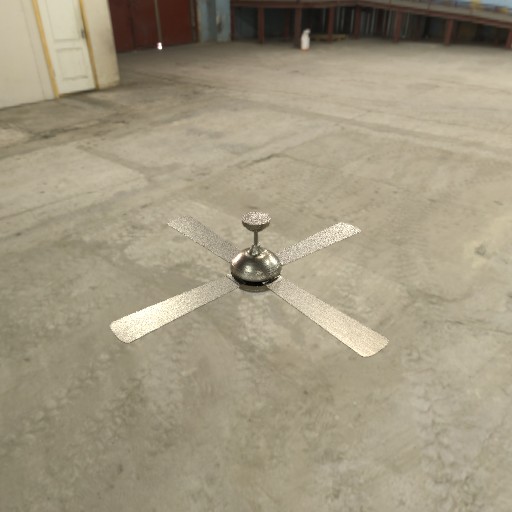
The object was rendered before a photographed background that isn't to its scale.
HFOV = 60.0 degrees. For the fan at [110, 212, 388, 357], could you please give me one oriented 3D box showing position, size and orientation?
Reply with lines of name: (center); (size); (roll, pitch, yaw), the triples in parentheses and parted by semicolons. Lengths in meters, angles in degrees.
fan: (0.000, 0.000, 2.003); (1.321, 0.381, 1.321); (-10, 33, -17)
